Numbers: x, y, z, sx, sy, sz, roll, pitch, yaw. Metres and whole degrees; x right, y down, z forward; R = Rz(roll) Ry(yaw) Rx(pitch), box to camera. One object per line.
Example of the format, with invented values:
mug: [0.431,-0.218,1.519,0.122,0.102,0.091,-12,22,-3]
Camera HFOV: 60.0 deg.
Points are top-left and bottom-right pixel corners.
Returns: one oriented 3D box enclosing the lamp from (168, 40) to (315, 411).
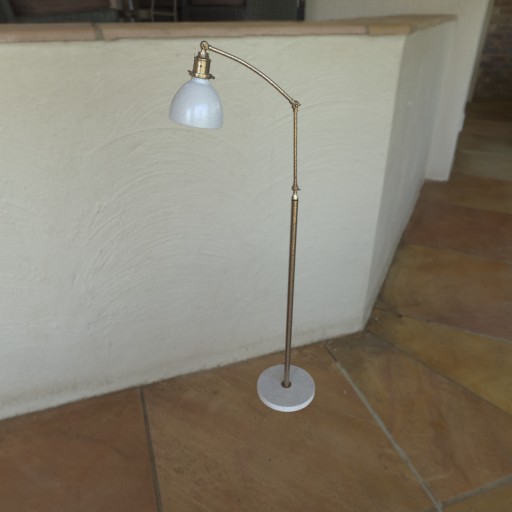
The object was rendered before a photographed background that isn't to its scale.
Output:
lamp: [0.000,0.000,1.805,0.599,1.586,0.288,-8,30,-14]
